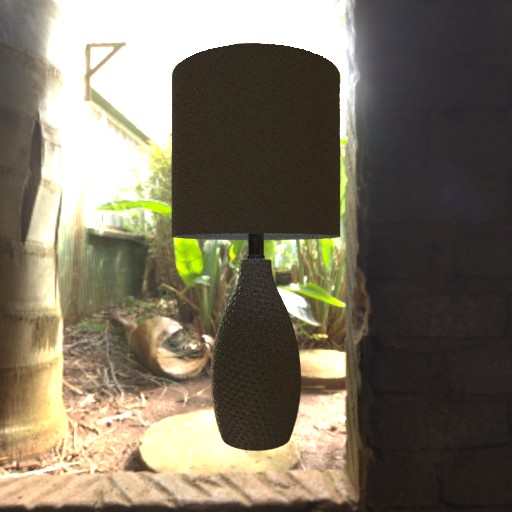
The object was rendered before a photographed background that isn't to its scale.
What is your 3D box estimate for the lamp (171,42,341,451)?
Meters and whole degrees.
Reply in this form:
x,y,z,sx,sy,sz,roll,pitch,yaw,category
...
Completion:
x,y,z,sx,sy,sz,roll,pitch,yaw,category
0.000,0.000,0.574,0.214,0.466,0.214,0,0,-36,lamp
